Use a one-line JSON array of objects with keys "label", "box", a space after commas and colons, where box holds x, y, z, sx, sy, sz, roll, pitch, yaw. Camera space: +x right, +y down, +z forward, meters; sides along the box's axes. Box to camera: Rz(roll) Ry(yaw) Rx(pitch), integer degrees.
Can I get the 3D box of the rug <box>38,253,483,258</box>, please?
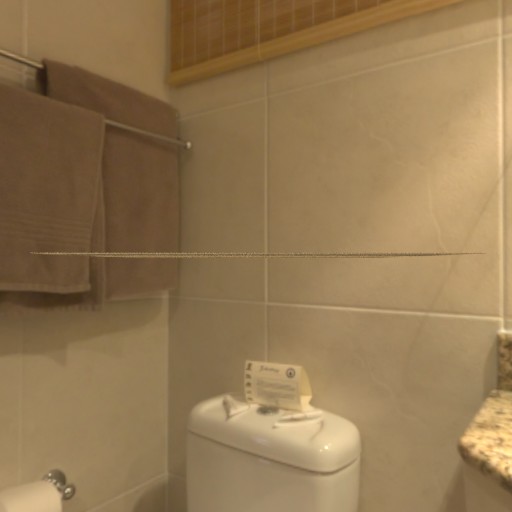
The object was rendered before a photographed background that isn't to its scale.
[{"label": "rug", "box": [0.000, 0.000, 4.138, 3.037, 0.004, 2.453, 0, -1, -2]}]
